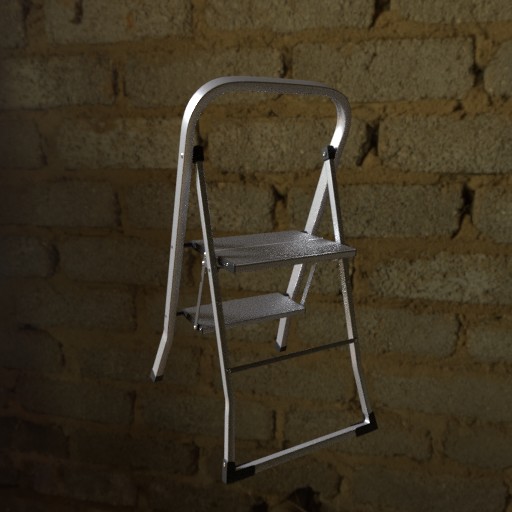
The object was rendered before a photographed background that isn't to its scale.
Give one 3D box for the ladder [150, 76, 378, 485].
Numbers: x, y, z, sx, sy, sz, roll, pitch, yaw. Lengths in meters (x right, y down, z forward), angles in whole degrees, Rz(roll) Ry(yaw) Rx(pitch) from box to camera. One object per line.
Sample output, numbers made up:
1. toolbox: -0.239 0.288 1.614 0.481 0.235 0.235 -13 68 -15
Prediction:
1. ladder: 0.000 0.000 1.140 0.465 0.830 0.530 -7 16 -26
